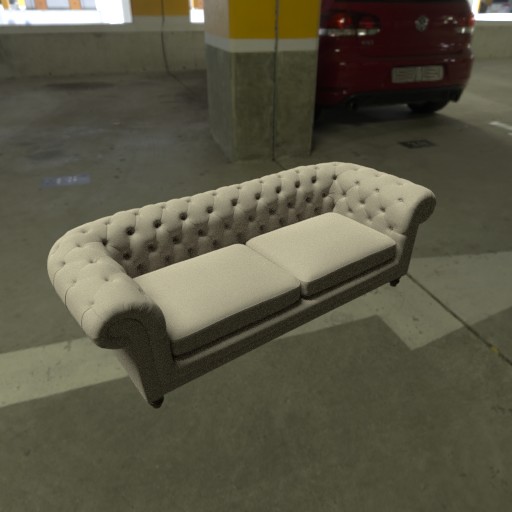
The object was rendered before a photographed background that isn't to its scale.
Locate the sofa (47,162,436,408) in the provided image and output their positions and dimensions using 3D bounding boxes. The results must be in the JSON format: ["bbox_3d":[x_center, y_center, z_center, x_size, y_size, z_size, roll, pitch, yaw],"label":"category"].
[{"bbox_3d":[0.000,0.000,2.874,2.411,0.749,0.991,-20,35,-31],"label":"sofa"}]
